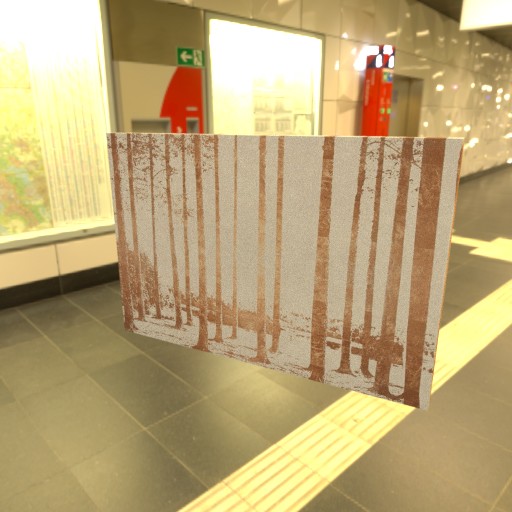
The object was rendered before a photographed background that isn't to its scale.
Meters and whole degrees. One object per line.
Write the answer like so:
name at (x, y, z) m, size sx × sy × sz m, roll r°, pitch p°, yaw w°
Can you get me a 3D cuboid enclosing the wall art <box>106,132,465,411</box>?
wall art at (0.000, 0.000, 0.769) m, size 0.609 × 0.405 × 0.035 m, roll 8°, pitch 19°, yaw 26°
